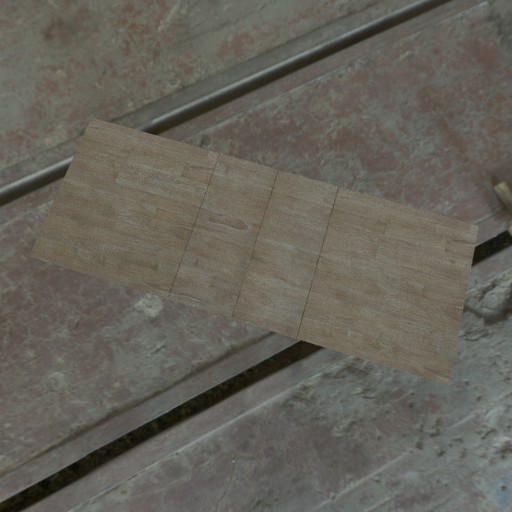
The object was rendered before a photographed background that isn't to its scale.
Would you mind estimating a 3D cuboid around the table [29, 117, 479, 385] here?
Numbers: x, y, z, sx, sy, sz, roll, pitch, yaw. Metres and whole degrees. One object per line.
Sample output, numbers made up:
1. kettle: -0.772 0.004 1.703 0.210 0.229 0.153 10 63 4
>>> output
1. table: 0.000 0.000 3.105 2.603 0.752 1.000 16 76 4
